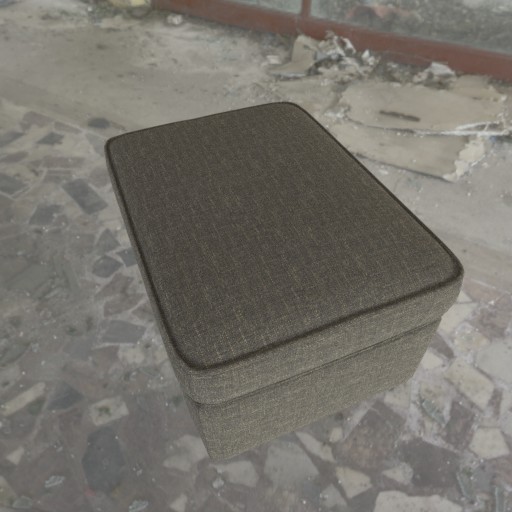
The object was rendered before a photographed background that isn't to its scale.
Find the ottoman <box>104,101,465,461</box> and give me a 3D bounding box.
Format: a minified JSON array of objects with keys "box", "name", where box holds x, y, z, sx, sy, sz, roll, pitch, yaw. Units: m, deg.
[{"box":[0.000,0.000,1.073,0.549,0.450,0.749,-17,48,-16],"name":"ottoman"}]
